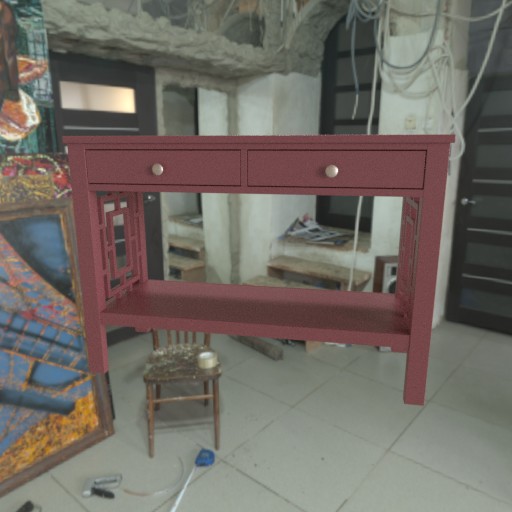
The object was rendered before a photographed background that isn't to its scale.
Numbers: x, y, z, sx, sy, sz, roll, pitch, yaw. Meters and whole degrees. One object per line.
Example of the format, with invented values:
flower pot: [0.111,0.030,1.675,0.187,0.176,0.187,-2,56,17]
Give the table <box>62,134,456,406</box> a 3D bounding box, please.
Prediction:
table: [0.000,0.000,1.450,1.068,0.753,0.397,3,14,10]
